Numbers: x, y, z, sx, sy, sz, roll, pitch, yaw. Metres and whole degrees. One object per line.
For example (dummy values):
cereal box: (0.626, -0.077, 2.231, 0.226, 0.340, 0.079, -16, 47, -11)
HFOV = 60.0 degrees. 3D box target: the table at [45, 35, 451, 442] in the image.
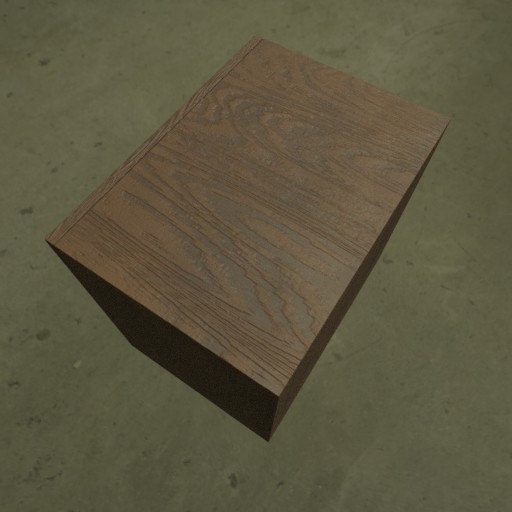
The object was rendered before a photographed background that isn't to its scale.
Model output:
table: (0.000, 0.000, 0.967, 0.439, 0.585, 0.560, 30, 66, 15)
